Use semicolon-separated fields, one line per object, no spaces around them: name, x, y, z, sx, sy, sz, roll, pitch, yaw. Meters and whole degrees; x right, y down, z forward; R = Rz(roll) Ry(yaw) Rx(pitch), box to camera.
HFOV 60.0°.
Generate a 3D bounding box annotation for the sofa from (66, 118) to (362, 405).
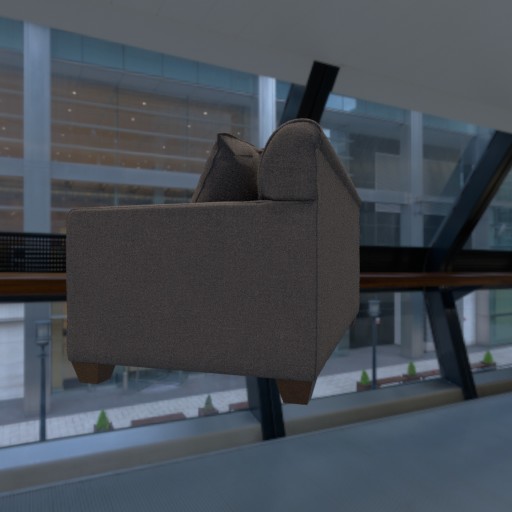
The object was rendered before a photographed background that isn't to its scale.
sofa;0.000;0.000;2.388;1.000;0.958;1.846;0;0;17
